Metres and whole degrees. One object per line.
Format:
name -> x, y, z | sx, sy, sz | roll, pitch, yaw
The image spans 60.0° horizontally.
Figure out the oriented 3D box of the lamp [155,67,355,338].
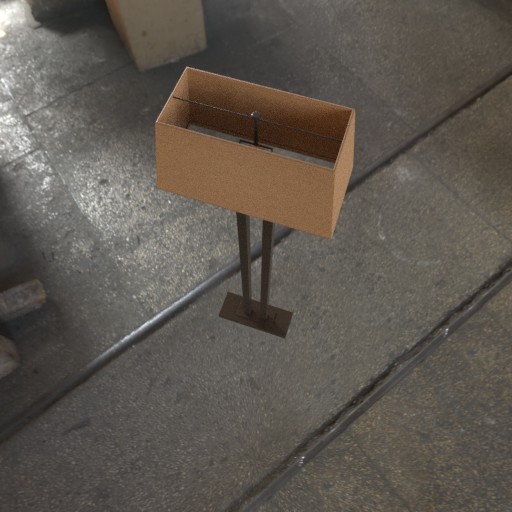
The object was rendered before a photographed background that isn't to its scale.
lamp -> 0.000, 0.000, 1.635 | 0.475, 1.469, 0.233 | 17, 66, 8
